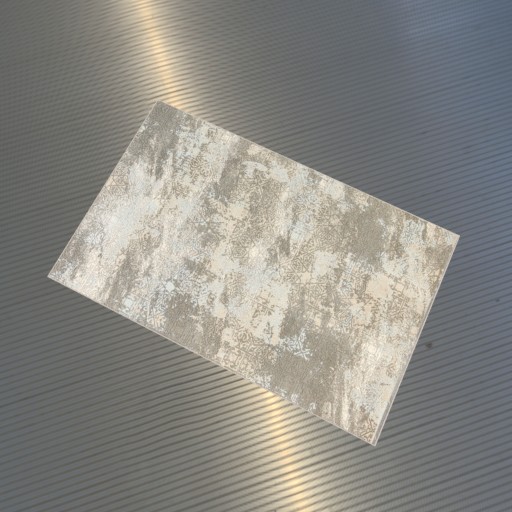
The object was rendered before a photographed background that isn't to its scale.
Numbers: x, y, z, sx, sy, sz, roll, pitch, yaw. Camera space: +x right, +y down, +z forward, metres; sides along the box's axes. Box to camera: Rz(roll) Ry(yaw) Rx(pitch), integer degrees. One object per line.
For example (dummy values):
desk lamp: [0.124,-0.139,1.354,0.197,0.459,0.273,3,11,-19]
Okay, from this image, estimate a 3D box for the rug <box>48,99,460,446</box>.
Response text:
rug: [0.000,0.000,3.073,2.431,0.012,1.536,26,77,6]
